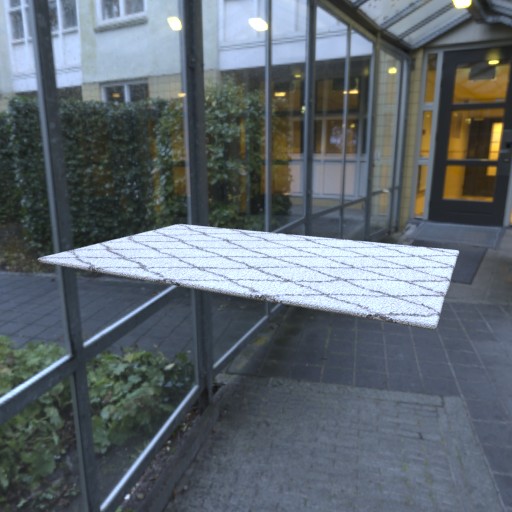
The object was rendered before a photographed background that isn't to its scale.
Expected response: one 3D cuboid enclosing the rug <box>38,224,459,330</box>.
[{"bbox_3d":[0.000,0.000,3.006,2.438,0.030,1.524,7,15,26],"label":"rug"}]
